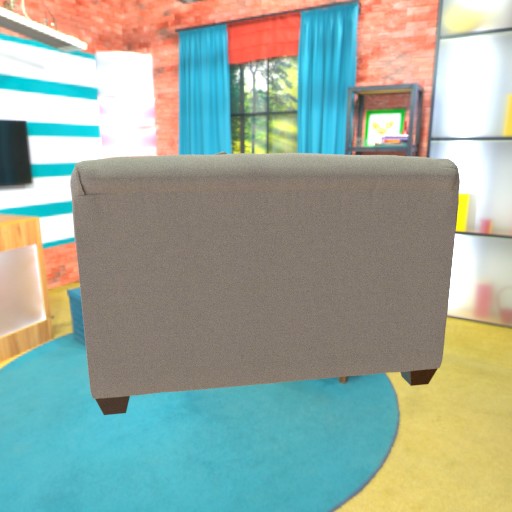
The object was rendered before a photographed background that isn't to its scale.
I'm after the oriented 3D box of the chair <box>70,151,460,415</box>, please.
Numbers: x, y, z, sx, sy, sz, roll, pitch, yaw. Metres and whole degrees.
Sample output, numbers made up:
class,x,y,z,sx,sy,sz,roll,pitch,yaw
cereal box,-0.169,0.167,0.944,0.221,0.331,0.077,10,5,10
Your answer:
class,x,y,z,sx,sy,sz,roll,pitch,yaw
chair,0.000,0.000,2.060,1.383,0.948,1.000,-2,14,-10
